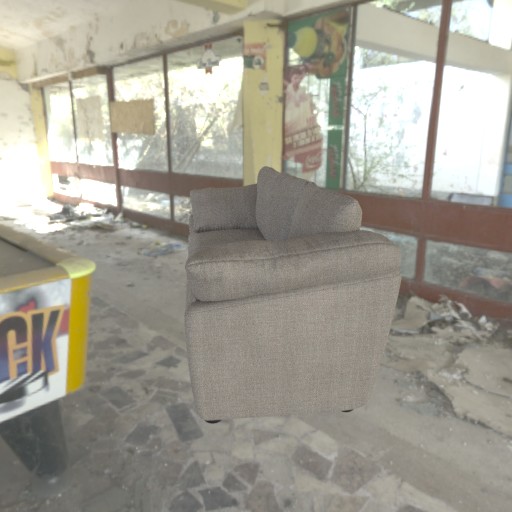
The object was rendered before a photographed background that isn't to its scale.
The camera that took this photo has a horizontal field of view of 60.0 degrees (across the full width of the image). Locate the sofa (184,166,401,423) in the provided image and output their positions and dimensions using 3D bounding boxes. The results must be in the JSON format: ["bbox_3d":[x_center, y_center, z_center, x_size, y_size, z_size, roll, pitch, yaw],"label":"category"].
[{"bbox_3d":[0.000,0.000,2.812,0.878,0.996,2.334,-2,15,-8],"label":"sofa"}]
